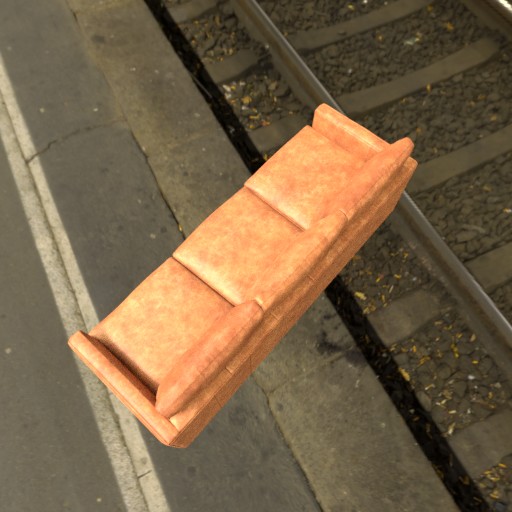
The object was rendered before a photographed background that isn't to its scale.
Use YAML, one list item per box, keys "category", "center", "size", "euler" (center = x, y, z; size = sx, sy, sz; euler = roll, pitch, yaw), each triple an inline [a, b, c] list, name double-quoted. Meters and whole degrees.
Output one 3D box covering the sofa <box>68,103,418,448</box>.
- category: "sofa"
  center: [0.000, 0.000, 2.499]
  size: [0.748, 0.863, 2.029]
  euler: [38, 70, 16]
